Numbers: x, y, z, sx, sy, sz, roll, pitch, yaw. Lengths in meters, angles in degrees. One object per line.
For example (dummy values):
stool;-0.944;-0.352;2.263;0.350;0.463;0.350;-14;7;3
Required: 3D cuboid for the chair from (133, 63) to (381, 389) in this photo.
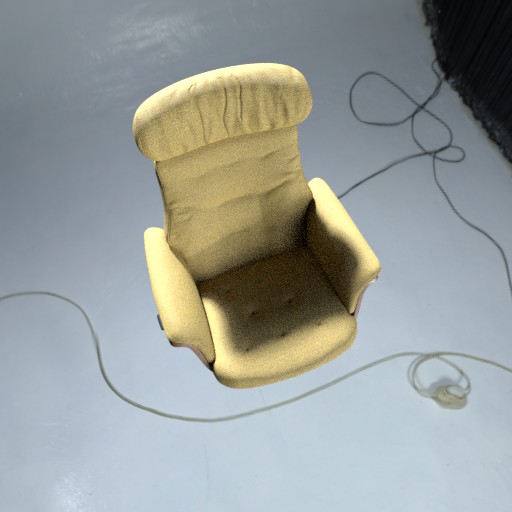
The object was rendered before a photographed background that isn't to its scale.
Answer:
chair;0.000;0.000;1.587;0.785;0.995;0.837;-17;65;-8
